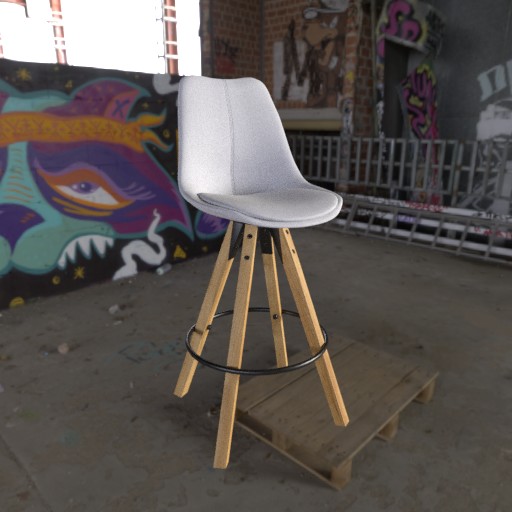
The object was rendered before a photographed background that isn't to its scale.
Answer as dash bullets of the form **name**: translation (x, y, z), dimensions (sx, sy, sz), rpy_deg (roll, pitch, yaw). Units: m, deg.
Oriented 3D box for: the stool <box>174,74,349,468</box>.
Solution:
- **stool**: translation (0.000, 0.000, 1.414), dimensions (0.484, 1.115, 0.550), rpy_deg (-8, 18, -25)
